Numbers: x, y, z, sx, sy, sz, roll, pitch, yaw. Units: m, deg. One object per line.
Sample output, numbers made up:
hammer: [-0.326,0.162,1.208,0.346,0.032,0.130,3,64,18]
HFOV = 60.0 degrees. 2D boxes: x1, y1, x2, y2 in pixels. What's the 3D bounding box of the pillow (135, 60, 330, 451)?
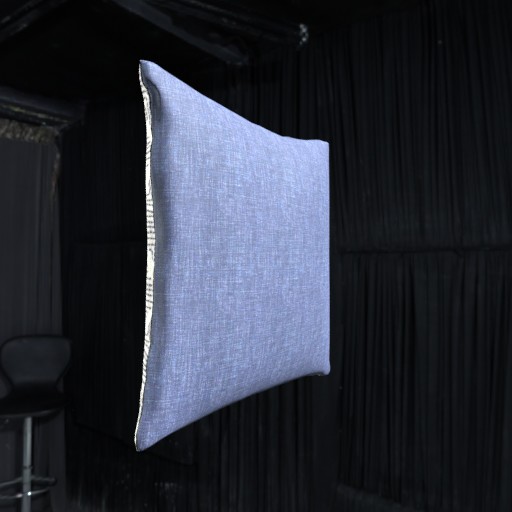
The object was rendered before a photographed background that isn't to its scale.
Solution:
pillow: [0.000,0.000,0.776,0.145,0.510,0.510,-1,-1,37]
